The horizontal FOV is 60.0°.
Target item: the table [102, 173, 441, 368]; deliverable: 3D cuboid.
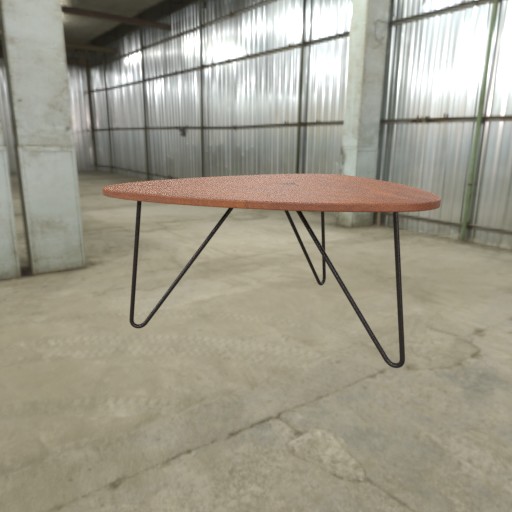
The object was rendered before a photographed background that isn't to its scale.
[{"bbox_3d":[0.000,0.000,1.287,0.821,0.413,0.833,-2,15,-7],"label":"table"}]
